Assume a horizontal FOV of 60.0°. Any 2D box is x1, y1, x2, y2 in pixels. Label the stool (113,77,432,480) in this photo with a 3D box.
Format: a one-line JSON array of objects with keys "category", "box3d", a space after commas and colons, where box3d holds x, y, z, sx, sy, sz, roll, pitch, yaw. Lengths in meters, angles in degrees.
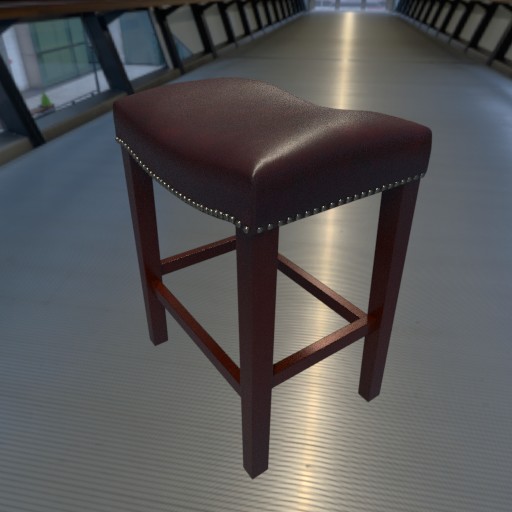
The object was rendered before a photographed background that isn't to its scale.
[{"category": "stool", "box3d": [0.000, 0.000, 0.957, 0.372, 0.657, 0.504, -20, 37, -29]}]
